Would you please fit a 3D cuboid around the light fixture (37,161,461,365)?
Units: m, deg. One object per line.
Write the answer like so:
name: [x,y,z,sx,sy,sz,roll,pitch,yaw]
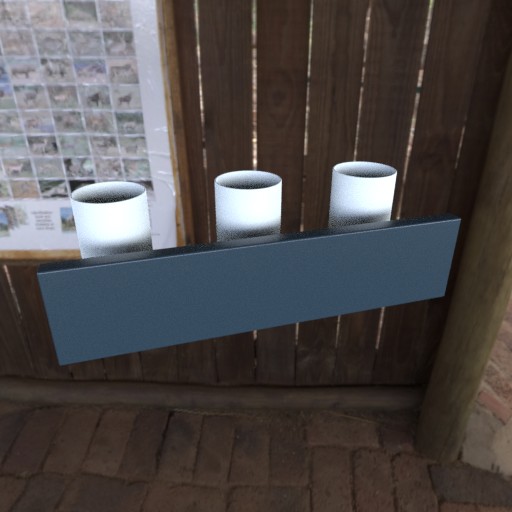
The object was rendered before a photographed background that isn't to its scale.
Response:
light fixture: [0.000,0.000,0.535,0.451,0.172,0.145,-8,27,-15]
